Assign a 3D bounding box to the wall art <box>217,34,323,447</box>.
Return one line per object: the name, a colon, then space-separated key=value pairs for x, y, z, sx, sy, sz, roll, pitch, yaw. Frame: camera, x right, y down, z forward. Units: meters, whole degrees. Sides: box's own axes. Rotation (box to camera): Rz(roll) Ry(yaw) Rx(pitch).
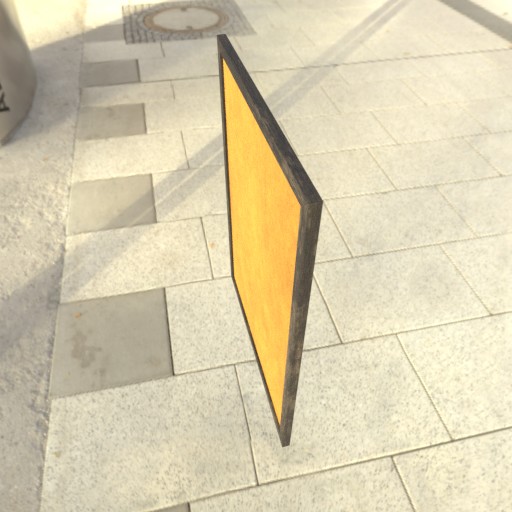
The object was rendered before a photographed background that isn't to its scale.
wall art: x=0.000 y=0.000 z=1.414 sx=0.029 sy=1.066 sz=0.812 roll=-11 pitch=47 yaw=-10
